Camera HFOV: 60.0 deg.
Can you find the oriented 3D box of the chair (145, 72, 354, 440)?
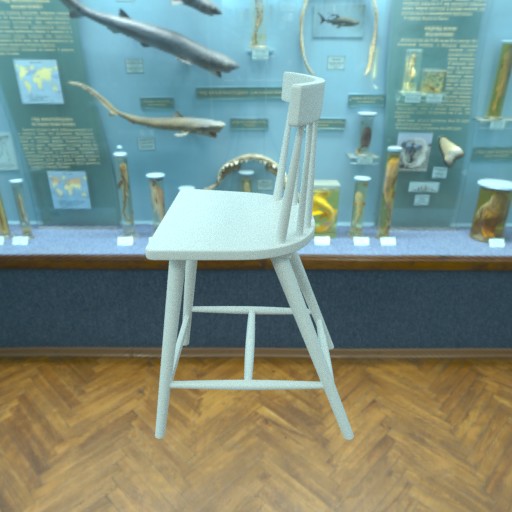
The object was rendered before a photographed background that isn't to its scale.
[{"bbox_3d":[0.000,0.000,1.268,0.572,0.952,0.483,1,25,1],"label":"chair"}]
